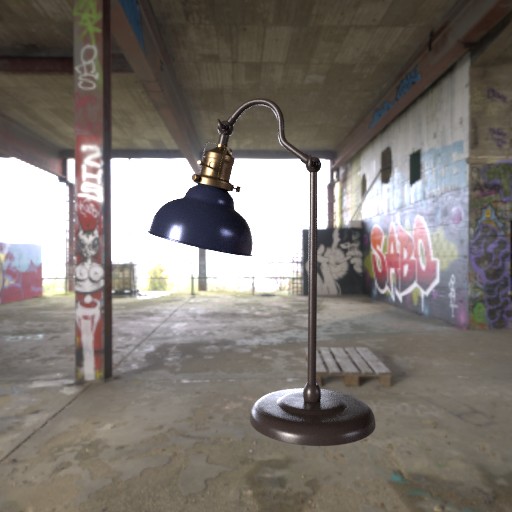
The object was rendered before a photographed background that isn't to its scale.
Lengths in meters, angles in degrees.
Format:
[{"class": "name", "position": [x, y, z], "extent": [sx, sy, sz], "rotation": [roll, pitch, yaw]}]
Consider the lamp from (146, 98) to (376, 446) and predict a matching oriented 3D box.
[{"class": "lamp", "position": [0.000, 0.000, 0.717], "extent": [0.374, 0.508, 0.192], "rotation": [0, 0, 18]}]
